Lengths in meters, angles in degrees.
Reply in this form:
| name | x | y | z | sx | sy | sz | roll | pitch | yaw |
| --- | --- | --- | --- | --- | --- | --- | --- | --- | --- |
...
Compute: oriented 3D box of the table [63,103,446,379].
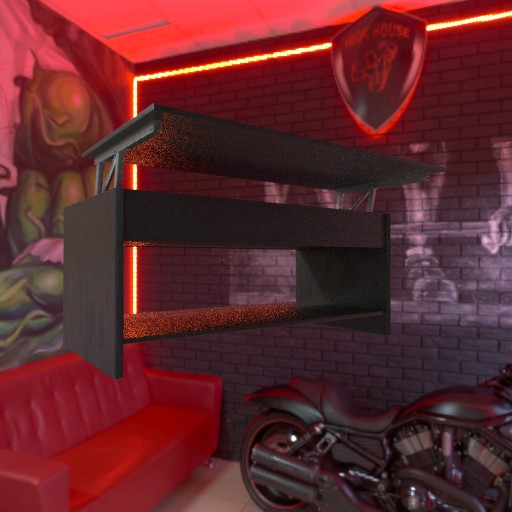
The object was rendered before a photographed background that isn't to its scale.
| name | x | y | z | sx | sy | sz | roll | pitch | yaw |
| --- | --- | --- | --- | --- | --- | --- | --- | --- | --- |
| table | 0.000 | 0.000 | 1.418 | 1.000 | 0.570 | 0.712 | 0 | -1 | -36 |
